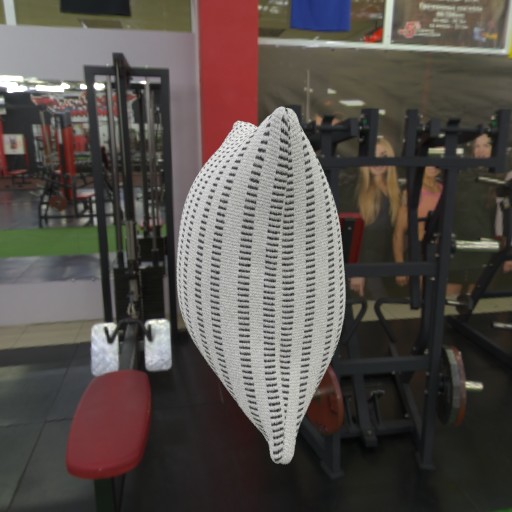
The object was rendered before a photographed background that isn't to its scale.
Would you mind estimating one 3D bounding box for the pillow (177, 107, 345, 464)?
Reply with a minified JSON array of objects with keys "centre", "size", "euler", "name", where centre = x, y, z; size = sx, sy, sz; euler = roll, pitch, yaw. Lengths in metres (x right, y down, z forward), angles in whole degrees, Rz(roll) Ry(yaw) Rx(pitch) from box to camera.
[{"centre":[0.000,0.000,0.692],"size":[0.247,0.419,0.438],"euler":[-2,15,-8],"name":"pillow"}]
